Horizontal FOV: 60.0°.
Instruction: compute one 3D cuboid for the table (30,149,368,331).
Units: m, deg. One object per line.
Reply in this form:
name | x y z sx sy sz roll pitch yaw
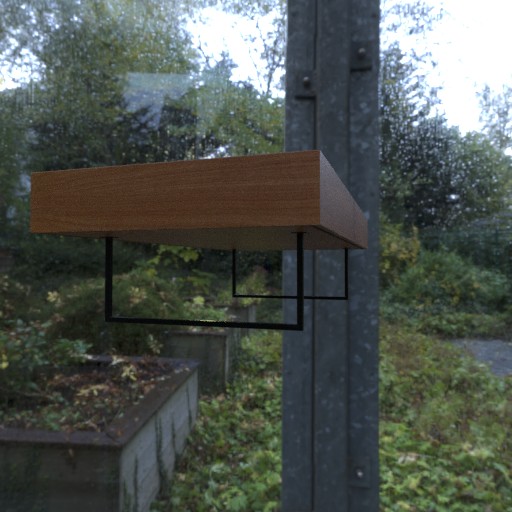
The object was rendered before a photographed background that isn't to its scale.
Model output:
table | 0.000 0.000 1.403 0.610 0.330 1.194 0 -1 18
